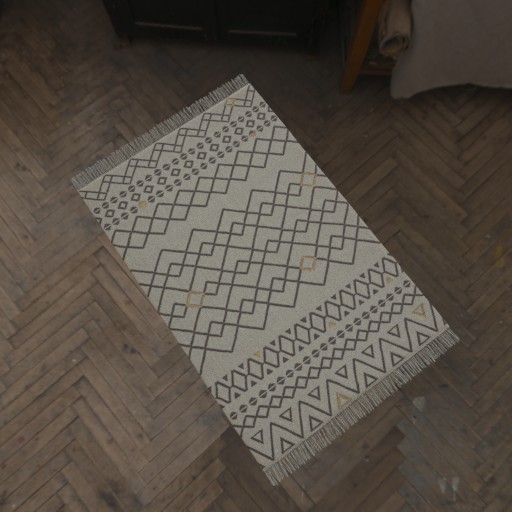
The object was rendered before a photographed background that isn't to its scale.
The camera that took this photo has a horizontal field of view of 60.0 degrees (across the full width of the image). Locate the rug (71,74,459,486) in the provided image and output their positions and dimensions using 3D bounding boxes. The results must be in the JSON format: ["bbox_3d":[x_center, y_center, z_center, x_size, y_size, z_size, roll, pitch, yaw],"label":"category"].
[{"bbox_3d":[0.000,0.000,3.003,1.495,0.035,2.472,-35,78,-8],"label":"rug"}]
